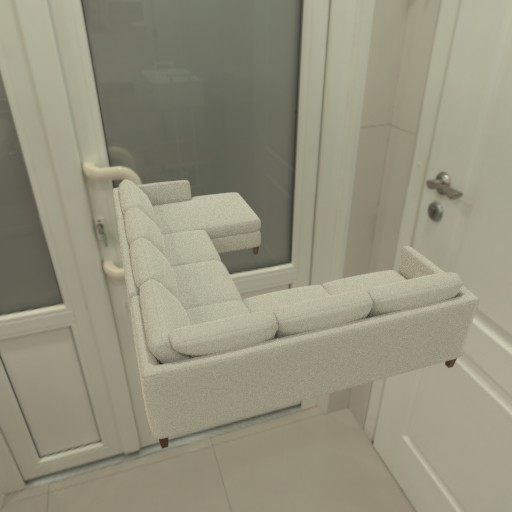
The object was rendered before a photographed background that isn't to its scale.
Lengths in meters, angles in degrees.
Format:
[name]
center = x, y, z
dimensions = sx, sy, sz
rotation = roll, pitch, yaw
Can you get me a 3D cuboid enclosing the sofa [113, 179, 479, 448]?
[sofa]
center = 0.000, 0.000, 4.439
dimensions = 2.551, 0.853, 3.238
rotation = -10, 32, -16
